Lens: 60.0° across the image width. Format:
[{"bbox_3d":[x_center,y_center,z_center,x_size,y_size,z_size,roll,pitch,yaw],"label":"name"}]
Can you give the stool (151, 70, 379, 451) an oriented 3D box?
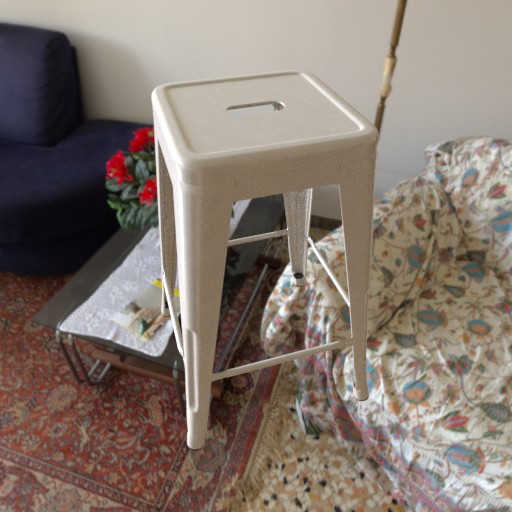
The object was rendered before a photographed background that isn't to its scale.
[{"bbox_3d":[0.000,0.000,0.879,0.406,0.610,0.406,-12,42,-13],"label":"stool"}]
